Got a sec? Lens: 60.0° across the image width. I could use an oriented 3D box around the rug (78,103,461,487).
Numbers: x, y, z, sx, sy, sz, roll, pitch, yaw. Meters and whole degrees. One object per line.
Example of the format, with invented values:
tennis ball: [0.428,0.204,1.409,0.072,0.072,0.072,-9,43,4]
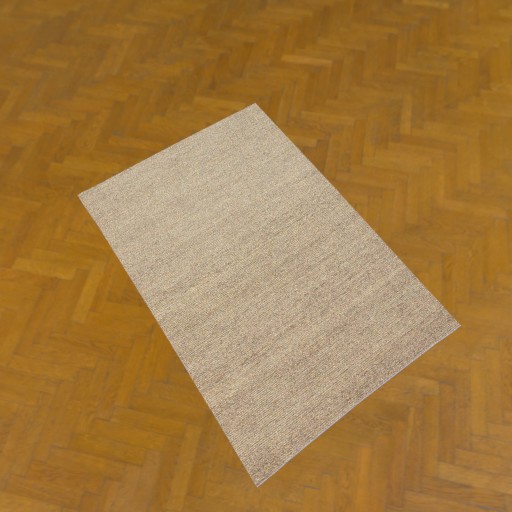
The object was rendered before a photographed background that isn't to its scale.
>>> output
rug: [0.000,0.000,3.066,1.609,0.030,2.342,-32,68,-14]
